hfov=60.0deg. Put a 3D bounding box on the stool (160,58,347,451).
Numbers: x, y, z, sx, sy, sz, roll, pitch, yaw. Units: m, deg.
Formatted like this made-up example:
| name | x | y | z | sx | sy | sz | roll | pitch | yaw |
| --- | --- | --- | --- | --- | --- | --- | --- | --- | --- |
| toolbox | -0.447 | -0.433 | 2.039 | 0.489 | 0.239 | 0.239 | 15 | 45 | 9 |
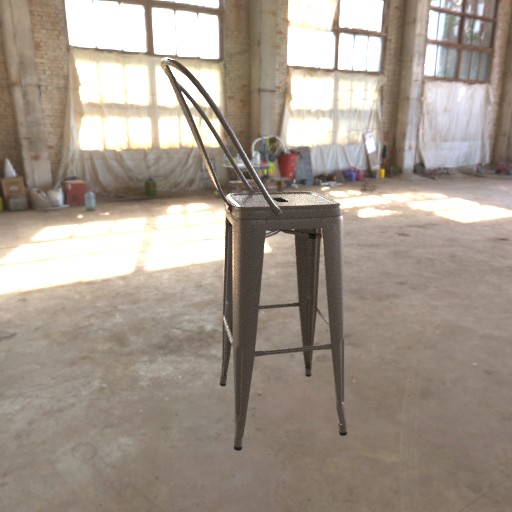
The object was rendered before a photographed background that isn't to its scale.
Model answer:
| name | x | y | z | sx | sy | sz | roll | pitch | yaw |
| --- | --- | --- | --- | --- | --- | --- | --- | --- | --- |
| stool | 0.000 | 0.000 | 1.364 | 0.513 | 1.096 | 0.399 | -3 | 16 | -11 |
